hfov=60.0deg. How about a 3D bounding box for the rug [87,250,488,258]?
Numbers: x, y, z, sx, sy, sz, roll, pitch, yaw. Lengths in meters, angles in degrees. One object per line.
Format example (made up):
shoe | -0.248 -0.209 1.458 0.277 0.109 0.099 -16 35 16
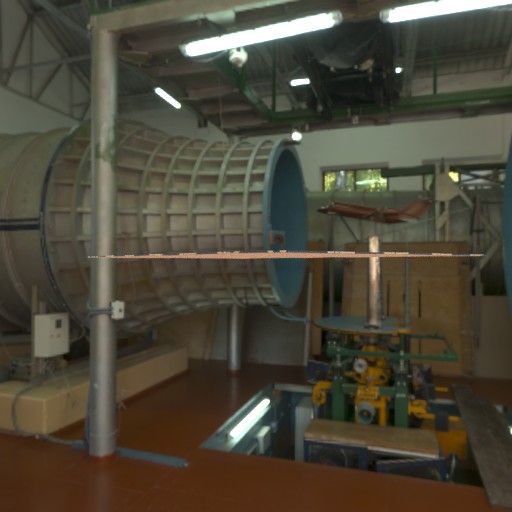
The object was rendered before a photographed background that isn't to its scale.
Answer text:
rug | 0.000 0.000 2.213 1.153 0.010 1.755 1 -1 -38
